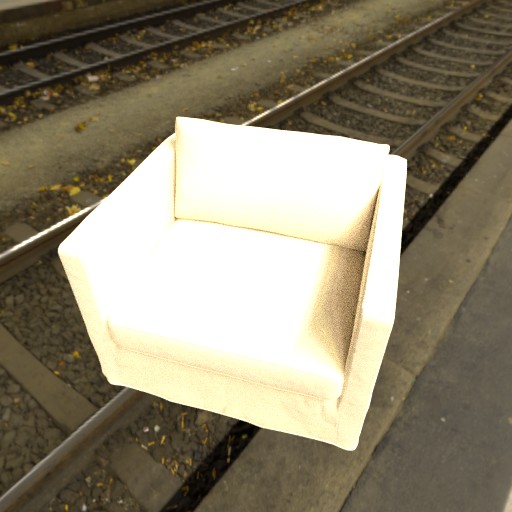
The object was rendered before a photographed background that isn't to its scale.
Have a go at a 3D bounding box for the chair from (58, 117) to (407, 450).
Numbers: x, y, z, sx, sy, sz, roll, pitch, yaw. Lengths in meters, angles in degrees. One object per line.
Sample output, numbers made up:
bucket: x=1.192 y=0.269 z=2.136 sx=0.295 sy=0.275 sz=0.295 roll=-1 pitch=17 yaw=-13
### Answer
chair: x=0.000 y=0.000 z=1.765 sx=1.057 sy=0.851 sz=0.947 roll=11 pitch=42 yaw=13
